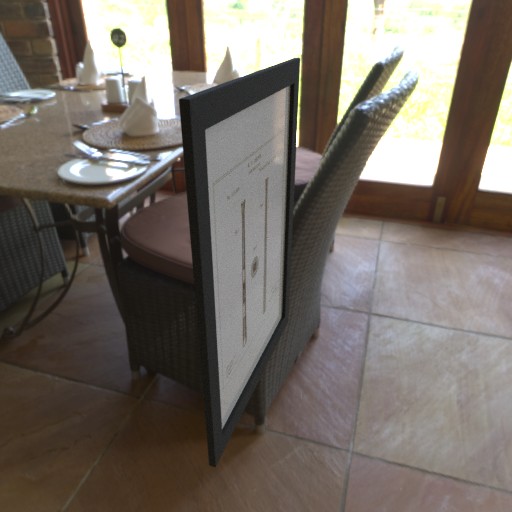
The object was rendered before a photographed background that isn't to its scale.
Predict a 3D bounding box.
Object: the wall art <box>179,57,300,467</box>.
[{"bbox_3d":[0.000,0.000,0.687,0.012,0.529,0.374,10,31,18],"label":"wall art"}]
